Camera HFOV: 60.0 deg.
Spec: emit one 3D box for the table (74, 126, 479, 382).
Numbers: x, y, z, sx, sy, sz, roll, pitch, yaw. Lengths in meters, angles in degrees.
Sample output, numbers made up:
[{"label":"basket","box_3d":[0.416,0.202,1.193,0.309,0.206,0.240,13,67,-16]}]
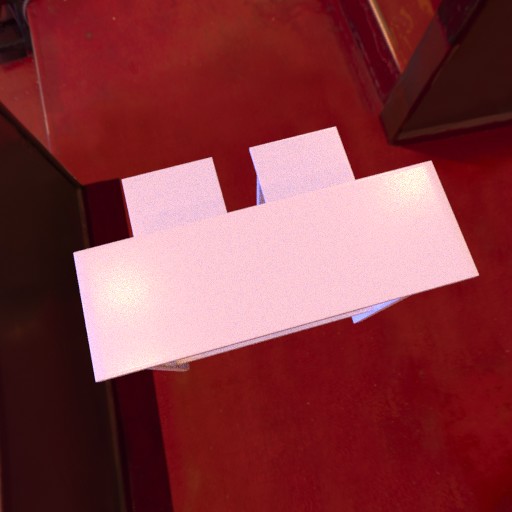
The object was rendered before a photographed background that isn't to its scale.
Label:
[{"label":"table","box_3d":[0.000,0.000,1.609,0.915,1.065,0.650,-15,75,-4]}]
